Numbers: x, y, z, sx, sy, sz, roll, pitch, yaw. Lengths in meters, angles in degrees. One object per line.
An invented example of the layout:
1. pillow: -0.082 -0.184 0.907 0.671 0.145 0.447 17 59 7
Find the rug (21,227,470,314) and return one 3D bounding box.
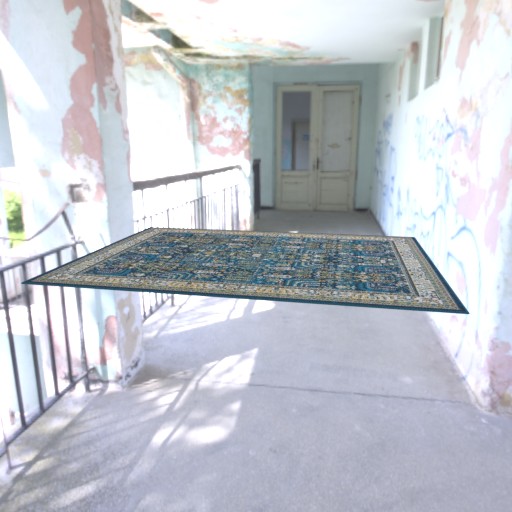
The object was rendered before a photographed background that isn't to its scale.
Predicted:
1. rug: 0.000 0.000 3.990 3.044 0.015 2.226 3 15 11
